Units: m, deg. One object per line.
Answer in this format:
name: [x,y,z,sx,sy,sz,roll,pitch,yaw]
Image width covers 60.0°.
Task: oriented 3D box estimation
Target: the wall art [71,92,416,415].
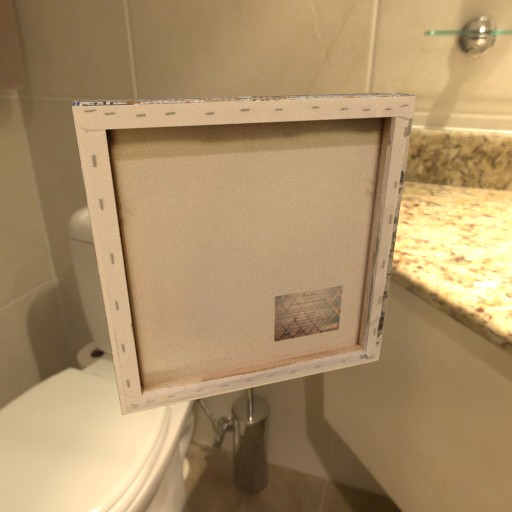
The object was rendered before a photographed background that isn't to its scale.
wall art: [0.000,0.000,0.453,0.302,0.306,0.038,-7,26,-16]
